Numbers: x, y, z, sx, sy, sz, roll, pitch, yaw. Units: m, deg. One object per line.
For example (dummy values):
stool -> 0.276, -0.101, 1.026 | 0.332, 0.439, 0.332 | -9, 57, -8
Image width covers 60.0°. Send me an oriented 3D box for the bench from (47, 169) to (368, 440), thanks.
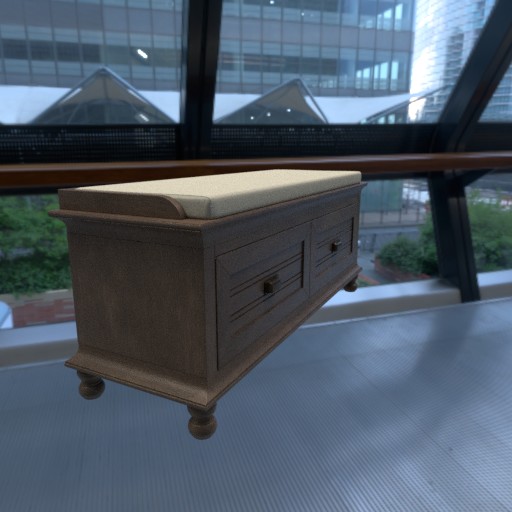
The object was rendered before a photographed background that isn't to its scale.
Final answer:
bench -> 0.000, 0.000, 1.428 | 0.402, 0.501, 1.185 | 7, 15, 27
